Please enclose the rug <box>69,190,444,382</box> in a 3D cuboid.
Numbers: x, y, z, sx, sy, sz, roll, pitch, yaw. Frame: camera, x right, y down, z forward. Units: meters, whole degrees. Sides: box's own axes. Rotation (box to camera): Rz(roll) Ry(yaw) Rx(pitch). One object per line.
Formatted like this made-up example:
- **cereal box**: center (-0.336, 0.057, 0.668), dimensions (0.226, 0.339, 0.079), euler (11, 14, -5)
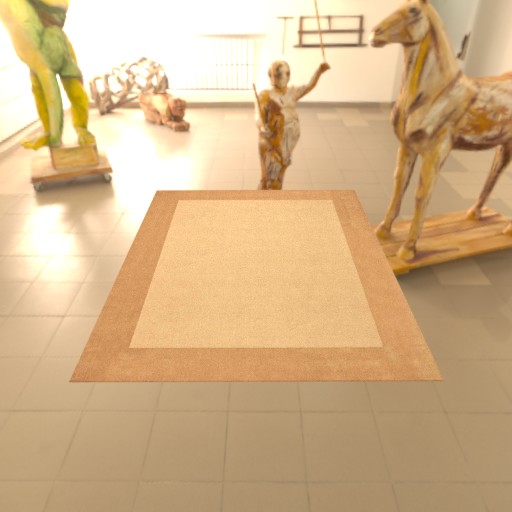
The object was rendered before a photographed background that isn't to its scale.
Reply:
- **rug**: center (0.000, 0.000, 4.168), dimensions (2.438, 0.014, 3.048), euler (0, 32, 0)
